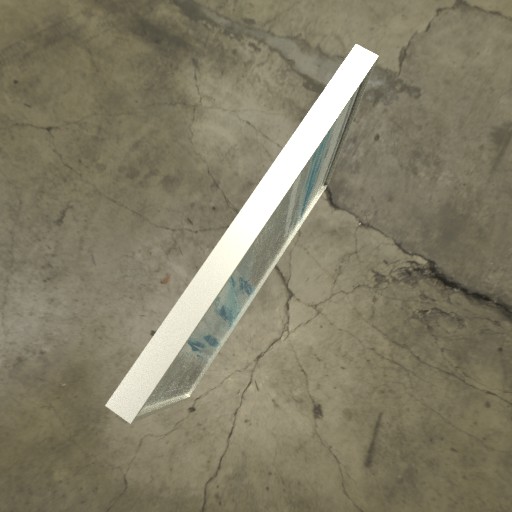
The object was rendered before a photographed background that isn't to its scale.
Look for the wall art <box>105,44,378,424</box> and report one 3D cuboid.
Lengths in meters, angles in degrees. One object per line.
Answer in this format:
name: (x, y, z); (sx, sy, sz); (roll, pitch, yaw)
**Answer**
wall art: (0.000, 0.000, 1.418); (0.066, 0.801, 1.056); (32, 78, 8)
